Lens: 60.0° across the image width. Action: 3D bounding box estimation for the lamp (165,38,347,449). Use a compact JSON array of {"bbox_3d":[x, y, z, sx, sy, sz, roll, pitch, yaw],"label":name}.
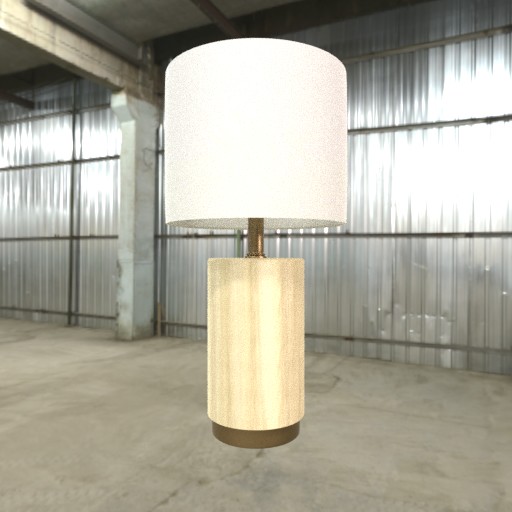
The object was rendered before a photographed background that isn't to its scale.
[{"bbox_3d":[0.000,0.000,0.565,0.228,0.444,0.228,0,0,-36],"label":"lamp"}]
